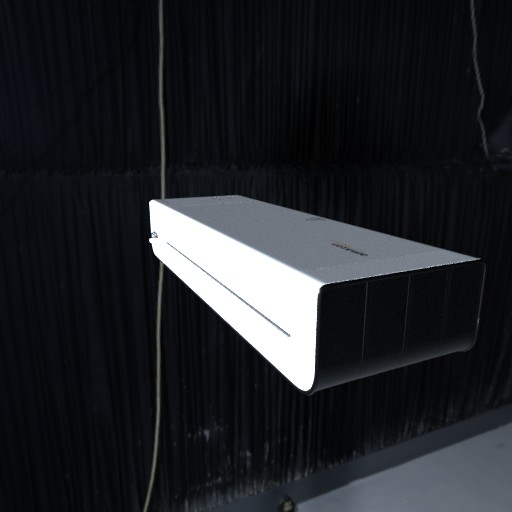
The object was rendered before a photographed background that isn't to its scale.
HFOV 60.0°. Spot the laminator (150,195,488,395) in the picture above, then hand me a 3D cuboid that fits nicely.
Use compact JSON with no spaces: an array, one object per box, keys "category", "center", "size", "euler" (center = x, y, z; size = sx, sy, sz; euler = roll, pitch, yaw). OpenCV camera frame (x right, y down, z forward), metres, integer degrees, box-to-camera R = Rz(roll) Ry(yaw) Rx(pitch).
[{"category":"laminator","center":[0.000,0.000,0.375],"size":[0.123,0.062,0.340],"euler":[-7,16,-25]}]
